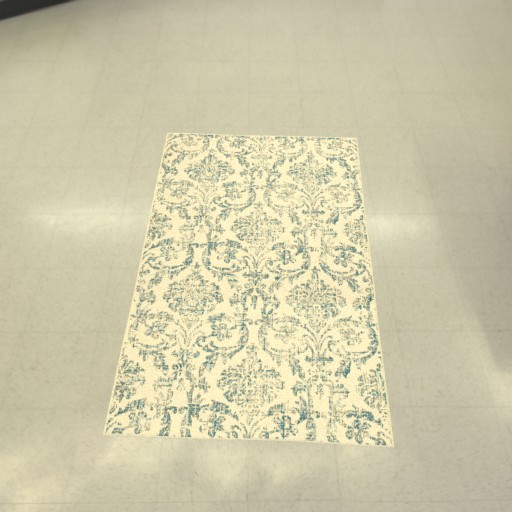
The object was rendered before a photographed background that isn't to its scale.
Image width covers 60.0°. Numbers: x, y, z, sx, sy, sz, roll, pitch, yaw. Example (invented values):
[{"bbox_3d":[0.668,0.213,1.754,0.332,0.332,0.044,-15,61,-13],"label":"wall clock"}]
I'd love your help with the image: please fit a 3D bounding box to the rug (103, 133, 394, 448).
[{"bbox_3d":[0.000,0.000,3.498,1.819,0.018,2.746,2,57,1],"label":"rug"}]
